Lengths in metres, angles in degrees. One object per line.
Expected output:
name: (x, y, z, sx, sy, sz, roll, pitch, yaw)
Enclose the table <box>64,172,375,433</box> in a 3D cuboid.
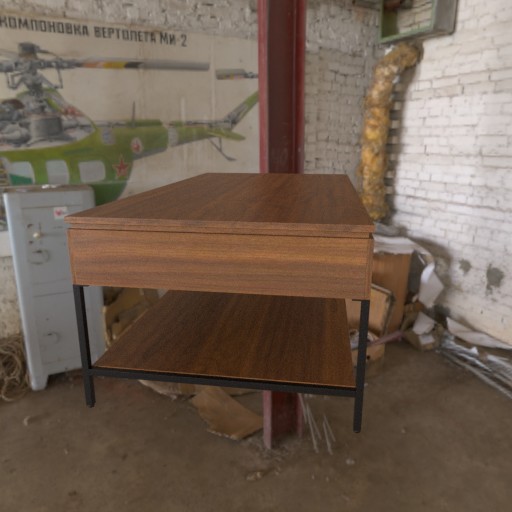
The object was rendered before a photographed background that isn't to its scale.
table: (0.000, 0.000, 1.356, 0.574, 0.414, 1.057, 2, 15, 8)
